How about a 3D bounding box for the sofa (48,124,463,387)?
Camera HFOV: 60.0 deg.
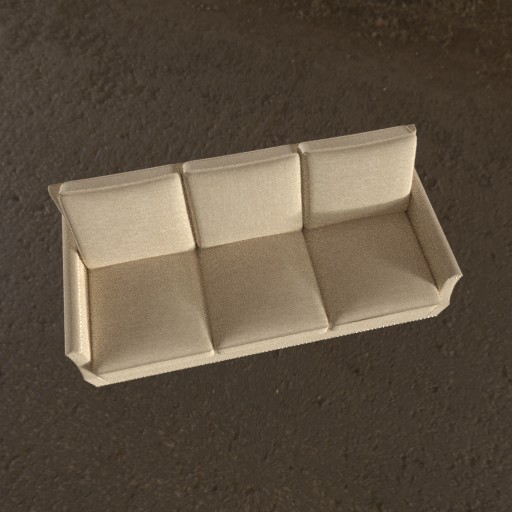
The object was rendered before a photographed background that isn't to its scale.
[{"bbox_3d":[0.000,0.000,2.700,2.210,0.940,1.041,-11,65,-5],"label":"sofa"}]
